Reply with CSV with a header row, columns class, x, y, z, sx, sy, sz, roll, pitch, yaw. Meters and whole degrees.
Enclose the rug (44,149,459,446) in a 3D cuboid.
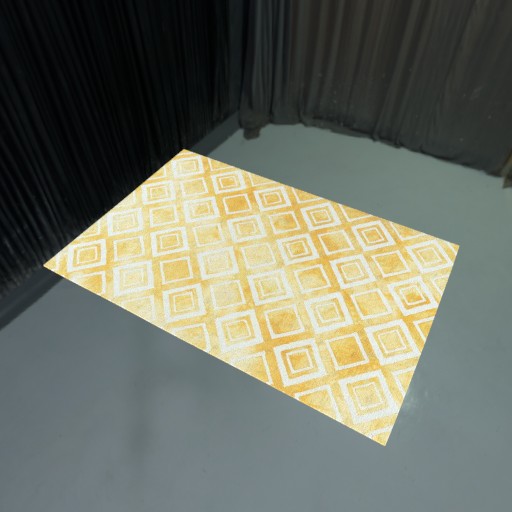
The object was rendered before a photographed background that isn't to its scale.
class,x,y,z,sx,sy,sz,roll,pitch,yaw
rug,0.000,0.000,2.331,1.829,0.010,1.213,23,51,20
